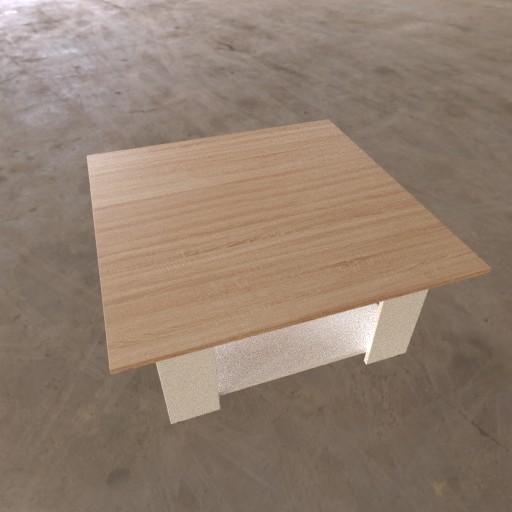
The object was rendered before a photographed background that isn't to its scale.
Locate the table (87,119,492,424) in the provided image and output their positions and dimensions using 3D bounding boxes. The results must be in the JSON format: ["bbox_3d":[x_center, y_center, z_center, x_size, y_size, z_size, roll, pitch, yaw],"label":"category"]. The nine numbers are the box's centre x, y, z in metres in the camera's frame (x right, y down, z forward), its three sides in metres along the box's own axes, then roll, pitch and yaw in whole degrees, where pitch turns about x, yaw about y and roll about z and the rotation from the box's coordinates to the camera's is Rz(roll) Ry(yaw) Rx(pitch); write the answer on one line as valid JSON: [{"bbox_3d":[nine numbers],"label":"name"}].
[{"bbox_3d":[0.000,0.000,1.055,0.670,0.305,0.670,-13,43,-14],"label":"table"}]
